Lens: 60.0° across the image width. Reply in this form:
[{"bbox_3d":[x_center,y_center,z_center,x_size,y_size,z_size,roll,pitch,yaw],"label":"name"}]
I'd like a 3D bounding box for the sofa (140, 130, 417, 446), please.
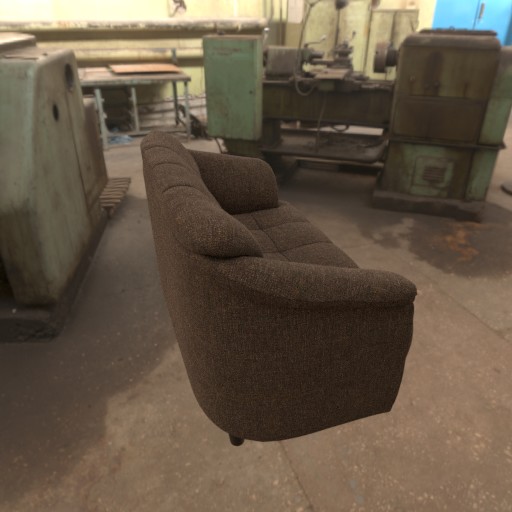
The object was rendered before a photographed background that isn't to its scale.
[{"bbox_3d":[0.000,0.000,1.907,0.799,0.895,1.404,-10,31,-17],"label":"sofa"}]
